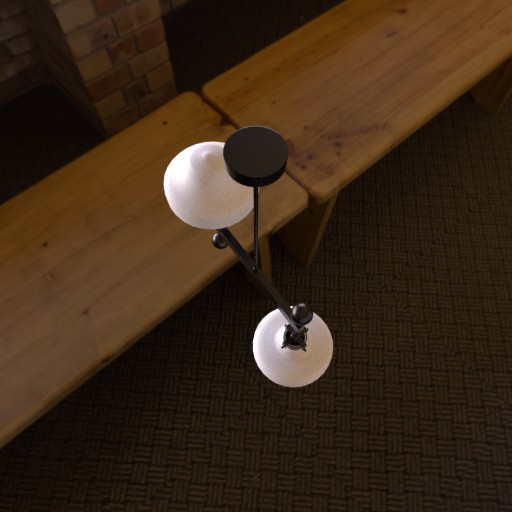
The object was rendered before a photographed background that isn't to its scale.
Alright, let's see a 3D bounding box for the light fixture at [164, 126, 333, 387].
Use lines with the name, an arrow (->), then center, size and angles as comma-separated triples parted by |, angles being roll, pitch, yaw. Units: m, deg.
light fixture -> 0.000, 0.000, 1.028 | 0.489, 0.743, 0.422 | 15, 65, 8
